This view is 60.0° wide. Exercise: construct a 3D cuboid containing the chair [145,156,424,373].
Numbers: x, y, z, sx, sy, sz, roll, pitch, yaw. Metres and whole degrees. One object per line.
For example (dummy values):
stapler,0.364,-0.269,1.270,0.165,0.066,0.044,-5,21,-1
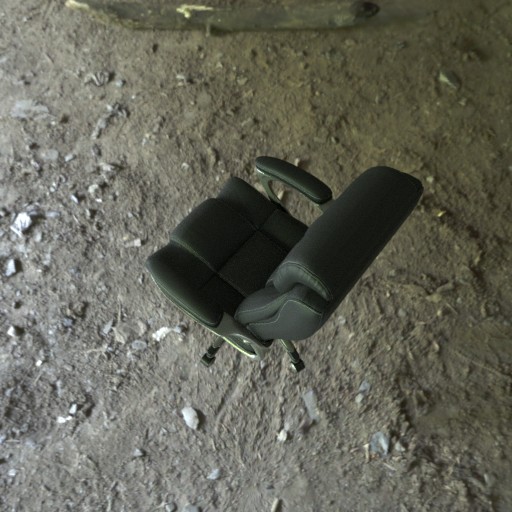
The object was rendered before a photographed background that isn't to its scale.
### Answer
chair,0.000,0.000,1.676,0.784,1.167,0.741,36,69,17
